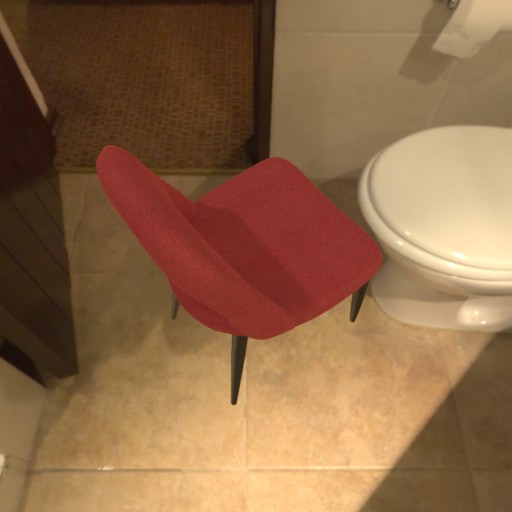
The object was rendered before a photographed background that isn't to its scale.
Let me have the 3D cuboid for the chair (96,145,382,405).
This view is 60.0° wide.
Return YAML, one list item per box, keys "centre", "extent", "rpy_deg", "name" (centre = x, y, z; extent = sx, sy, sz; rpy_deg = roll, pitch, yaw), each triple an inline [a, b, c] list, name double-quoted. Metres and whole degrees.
- centre: [0.000, 0.000, 1.203]
  extent: [0.569, 0.892, 0.483]
  rpy_deg: [-33, 64, -18]
  name: "chair"
